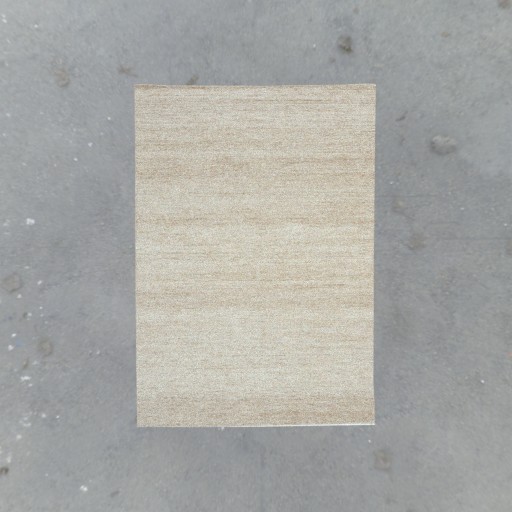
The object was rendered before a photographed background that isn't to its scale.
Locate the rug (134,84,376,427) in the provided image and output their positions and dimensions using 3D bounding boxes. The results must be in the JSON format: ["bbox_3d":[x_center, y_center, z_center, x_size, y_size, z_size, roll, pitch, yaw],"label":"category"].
[{"bbox_3d":[0.000,0.000,2.940,1.596,0.030,2.283,0,91,-1],"label":"rug"}]
